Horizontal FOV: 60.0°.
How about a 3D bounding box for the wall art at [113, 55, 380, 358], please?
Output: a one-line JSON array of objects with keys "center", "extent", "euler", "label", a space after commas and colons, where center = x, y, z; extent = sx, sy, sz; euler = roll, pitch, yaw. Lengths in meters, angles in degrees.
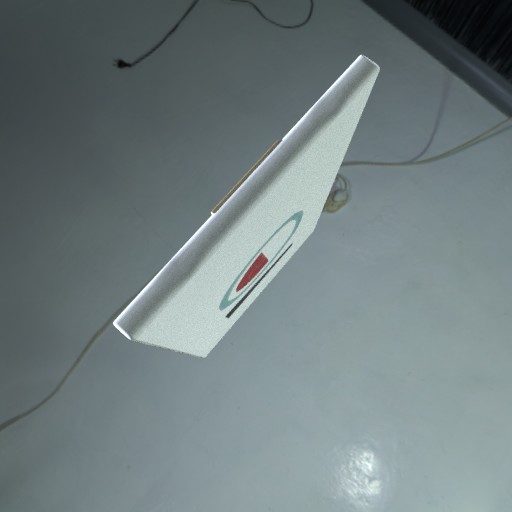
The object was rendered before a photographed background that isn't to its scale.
[{"center": [0.000, 0.000, 1.132], "extent": [0.048, 0.902, 0.602], "euler": [39, 79, 9], "label": "wall art"}]
